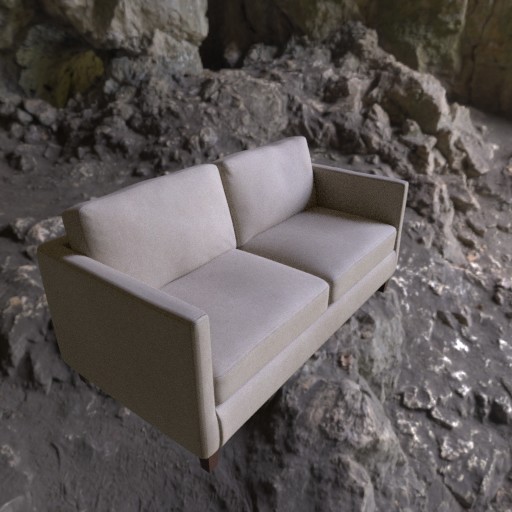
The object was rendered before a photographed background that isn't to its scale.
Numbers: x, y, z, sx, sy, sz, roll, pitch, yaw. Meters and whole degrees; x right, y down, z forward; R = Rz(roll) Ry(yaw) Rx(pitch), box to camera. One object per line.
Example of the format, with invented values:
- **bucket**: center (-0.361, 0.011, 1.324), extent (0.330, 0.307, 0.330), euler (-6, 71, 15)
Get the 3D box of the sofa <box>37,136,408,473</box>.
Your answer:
- **sofa**: center (0.000, 0.000, 2.340), extent (0.950, 0.940, 1.846), euler (19, 32, 33)
